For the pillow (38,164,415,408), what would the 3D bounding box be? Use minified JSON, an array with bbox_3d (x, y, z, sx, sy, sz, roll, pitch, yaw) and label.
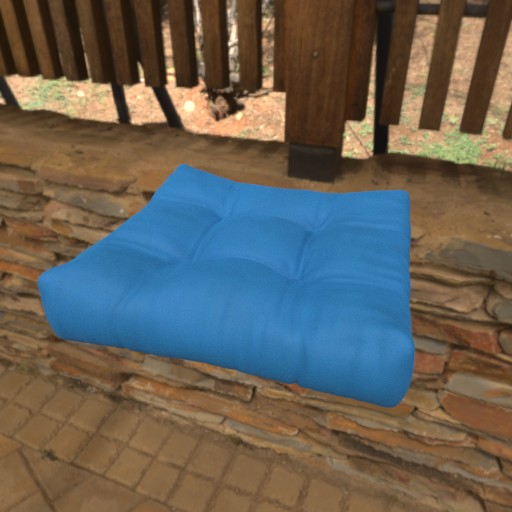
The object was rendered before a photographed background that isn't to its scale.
[{"bbox_3d":[0.000,0.000,0.729,0.490,0.128,0.468,9,33,14],"label":"pillow"}]
